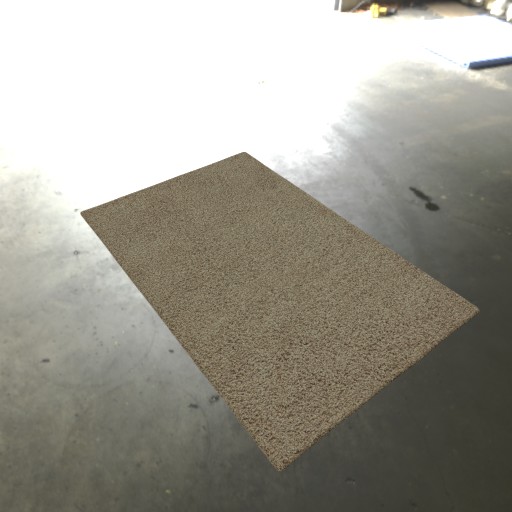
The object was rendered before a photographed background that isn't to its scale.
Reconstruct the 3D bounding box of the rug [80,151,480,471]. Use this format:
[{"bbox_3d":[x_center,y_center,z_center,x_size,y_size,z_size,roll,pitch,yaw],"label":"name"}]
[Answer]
[{"bbox_3d":[0.000,0.000,3.440,1.778,0.030,2.743,-27,49,-27],"label":"rug"}]
